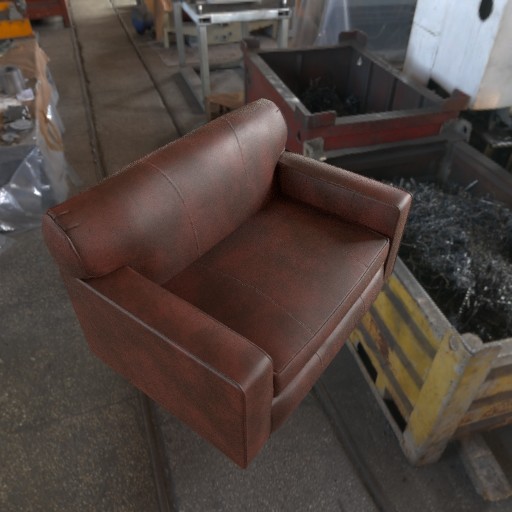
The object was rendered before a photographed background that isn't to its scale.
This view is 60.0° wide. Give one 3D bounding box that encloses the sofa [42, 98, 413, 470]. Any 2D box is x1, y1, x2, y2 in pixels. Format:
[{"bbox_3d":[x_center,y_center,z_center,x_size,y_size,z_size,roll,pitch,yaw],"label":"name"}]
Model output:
[{"bbox_3d":[0.000,0.000,2.078,1.000,0.956,1.413,26,47,27],"label":"sofa"}]
